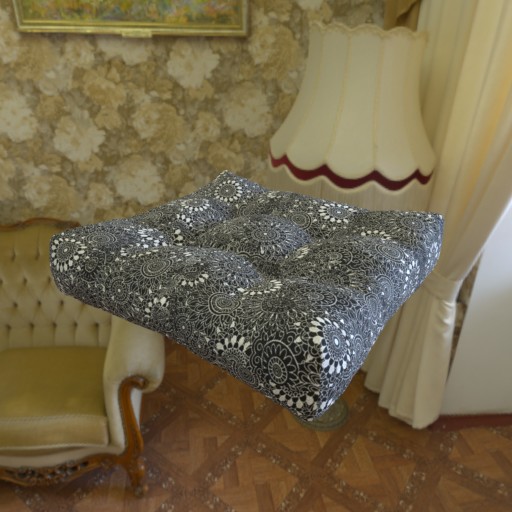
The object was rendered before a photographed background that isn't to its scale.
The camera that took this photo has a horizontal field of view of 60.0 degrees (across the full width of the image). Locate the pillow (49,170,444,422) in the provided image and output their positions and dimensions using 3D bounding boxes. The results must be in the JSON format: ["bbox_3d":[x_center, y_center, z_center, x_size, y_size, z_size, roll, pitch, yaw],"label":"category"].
[{"bbox_3d":[0.000,0.000,0.733,0.490,0.128,0.468,17,31,31],"label":"pillow"}]
